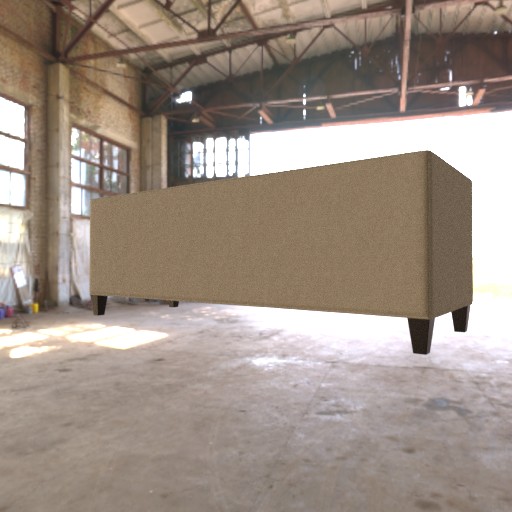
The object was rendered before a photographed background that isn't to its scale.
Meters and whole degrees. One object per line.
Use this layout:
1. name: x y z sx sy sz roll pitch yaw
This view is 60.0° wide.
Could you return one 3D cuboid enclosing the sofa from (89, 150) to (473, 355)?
1. sofa: 0.000 0.000 2.564 2.159 0.762 0.775 -1 -1 37
